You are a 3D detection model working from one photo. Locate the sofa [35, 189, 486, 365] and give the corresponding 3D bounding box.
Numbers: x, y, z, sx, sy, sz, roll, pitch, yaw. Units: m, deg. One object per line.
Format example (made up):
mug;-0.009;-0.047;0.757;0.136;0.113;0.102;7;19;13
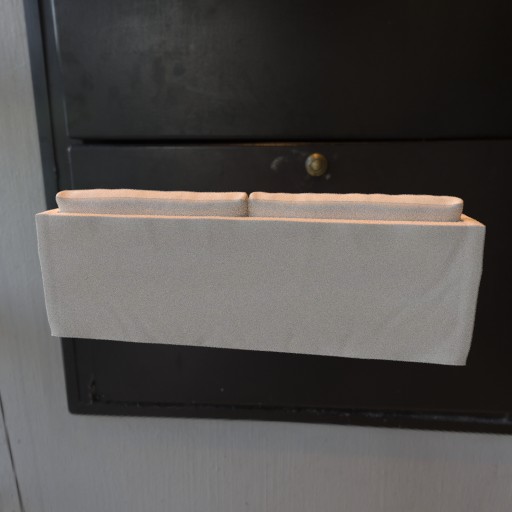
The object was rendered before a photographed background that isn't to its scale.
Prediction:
sofa;0.000;0.000;3.213;2.779;0.999;1.036;2;14;9
